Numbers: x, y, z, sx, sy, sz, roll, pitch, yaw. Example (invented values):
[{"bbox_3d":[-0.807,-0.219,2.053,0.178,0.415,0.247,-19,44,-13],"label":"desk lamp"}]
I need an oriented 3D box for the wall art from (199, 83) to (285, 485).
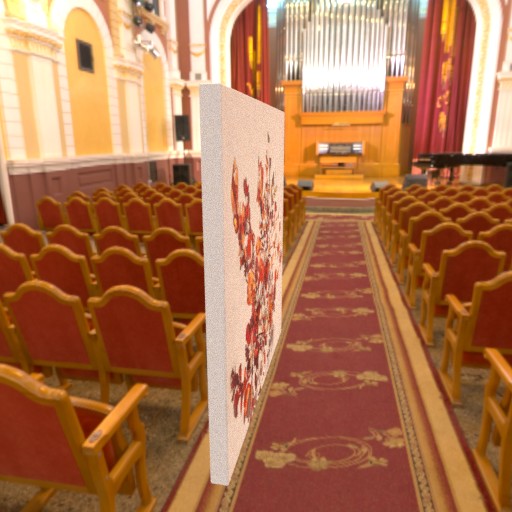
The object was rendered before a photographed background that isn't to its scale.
[{"bbox_3d":[0.000,0.000,1.154,0.037,0.757,0.757,3,15,11],"label":"wall art"}]
